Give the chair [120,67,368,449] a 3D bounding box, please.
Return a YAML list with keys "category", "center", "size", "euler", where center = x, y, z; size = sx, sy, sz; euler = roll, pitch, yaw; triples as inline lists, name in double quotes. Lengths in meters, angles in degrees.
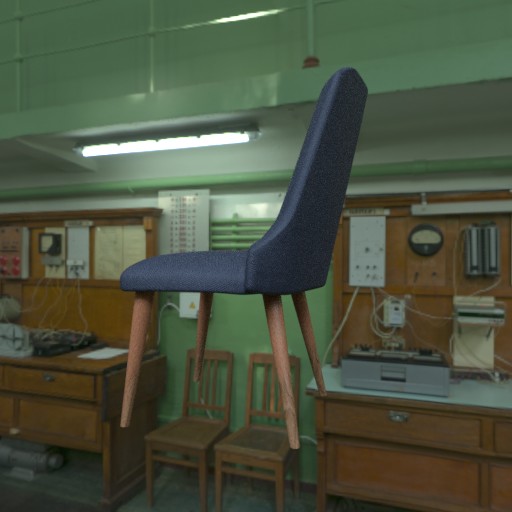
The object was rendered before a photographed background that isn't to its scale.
- category: "chair"
  center: [0.000, 0.000, 1.160]
  size: [0.567, 0.820, 0.504]
  euler: [0, 0, 18]
